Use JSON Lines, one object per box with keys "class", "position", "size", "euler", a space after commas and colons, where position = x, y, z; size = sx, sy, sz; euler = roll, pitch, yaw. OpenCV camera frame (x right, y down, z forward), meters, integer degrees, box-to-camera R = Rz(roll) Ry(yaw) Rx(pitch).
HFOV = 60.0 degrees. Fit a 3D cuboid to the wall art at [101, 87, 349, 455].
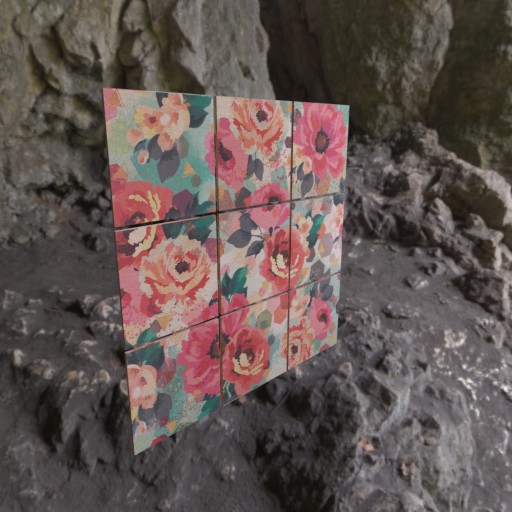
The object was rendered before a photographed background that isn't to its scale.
{"class": "wall art", "position": [0.000, 0.000, 2.268], "size": [1.521, 1.519, 0.013], "euler": [-15, 22, -43]}
